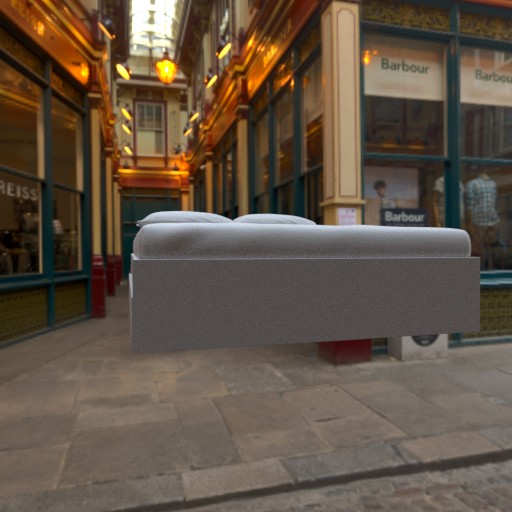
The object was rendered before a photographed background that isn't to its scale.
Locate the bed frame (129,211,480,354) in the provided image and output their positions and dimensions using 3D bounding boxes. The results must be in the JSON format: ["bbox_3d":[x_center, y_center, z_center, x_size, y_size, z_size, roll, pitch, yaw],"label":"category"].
[{"bbox_3d":[0.000,0.000,2.642,1.450,0.629,1.950,0,1,-16],"label":"bed frame"}]
